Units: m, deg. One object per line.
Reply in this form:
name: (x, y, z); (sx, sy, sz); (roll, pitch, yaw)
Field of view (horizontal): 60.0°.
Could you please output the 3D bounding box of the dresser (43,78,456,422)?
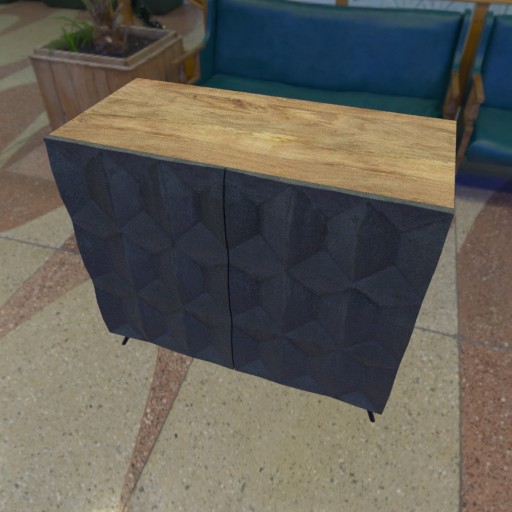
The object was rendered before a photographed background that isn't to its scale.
dresser: (0.000, 0.000, 1.400); (0.967, 0.847, 0.446); (13, 43, 14)
